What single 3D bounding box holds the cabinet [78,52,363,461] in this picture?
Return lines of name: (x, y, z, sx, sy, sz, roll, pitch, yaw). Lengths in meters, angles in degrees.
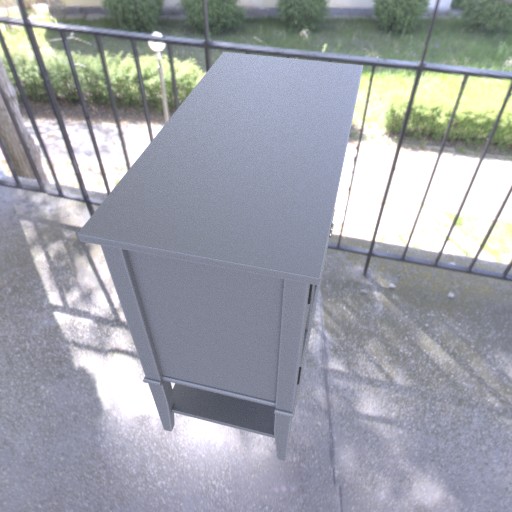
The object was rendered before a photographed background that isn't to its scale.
cabinet: (0.000, 0.000, 1.233, 0.396, 0.780, 0.801, 10, 46, 10)
